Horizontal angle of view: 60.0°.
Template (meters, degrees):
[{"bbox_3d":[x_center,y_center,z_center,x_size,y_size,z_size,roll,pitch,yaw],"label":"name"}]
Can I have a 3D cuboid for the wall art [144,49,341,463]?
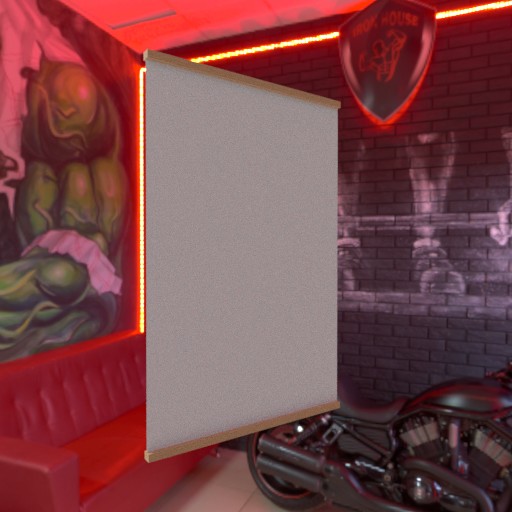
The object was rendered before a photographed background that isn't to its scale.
[{"bbox_3d":[0.000,0.000,1.918,0.991,1.510,0.040,0,1,-35],"label":"wall art"}]
